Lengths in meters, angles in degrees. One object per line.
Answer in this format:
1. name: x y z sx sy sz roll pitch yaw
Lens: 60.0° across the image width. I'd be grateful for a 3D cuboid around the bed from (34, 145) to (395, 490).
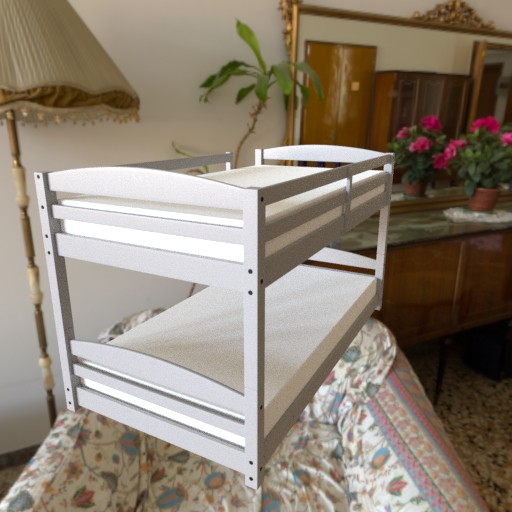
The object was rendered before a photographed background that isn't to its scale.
1. bed: 0.000 0.000 2.637 1.105 1.206 2.013 9 19 27
